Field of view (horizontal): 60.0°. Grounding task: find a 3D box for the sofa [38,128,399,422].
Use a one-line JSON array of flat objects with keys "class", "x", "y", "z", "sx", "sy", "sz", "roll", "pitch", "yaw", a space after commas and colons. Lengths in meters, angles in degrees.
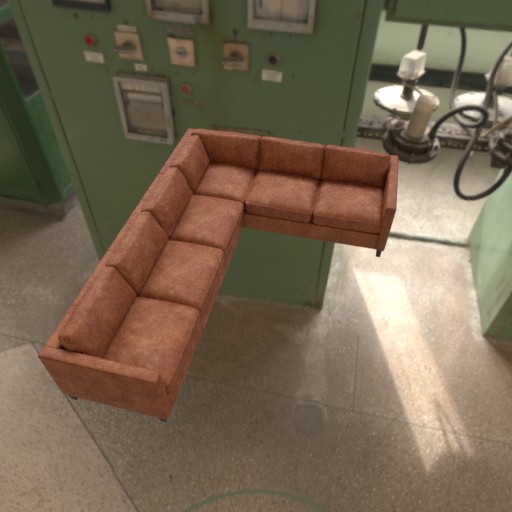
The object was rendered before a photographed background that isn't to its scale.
[{"class": "sofa", "x": 0.000, "y": 0.000, "z": 4.168, "sx": 2.438, "sy": 0.838, "sz": 3.167, "roll": 10, "pitch": 47, "yaw": 9}]
